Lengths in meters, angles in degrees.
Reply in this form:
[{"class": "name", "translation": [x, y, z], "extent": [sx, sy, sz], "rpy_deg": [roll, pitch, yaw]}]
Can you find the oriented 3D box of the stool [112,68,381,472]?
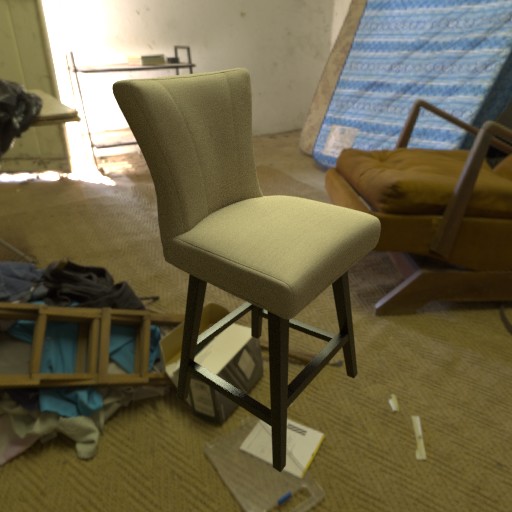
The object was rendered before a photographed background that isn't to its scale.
[{"class": "stool", "translation": [0.000, 0.000, 1.333], "extent": [0.574, 1.000, 0.514], "rpy_deg": [19, 33, 32]}]
